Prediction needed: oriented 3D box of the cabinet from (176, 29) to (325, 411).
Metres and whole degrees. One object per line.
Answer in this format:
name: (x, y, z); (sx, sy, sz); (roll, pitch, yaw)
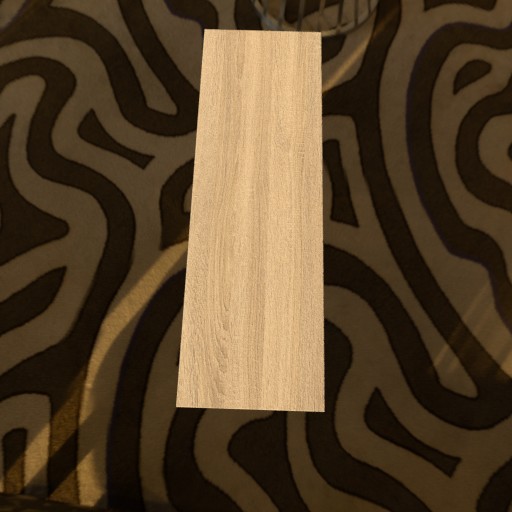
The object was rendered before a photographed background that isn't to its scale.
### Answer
cabinet: (0.000, 0.000, 3.056); (0.620, 2.060, 1.870); (2, 75, 0)
